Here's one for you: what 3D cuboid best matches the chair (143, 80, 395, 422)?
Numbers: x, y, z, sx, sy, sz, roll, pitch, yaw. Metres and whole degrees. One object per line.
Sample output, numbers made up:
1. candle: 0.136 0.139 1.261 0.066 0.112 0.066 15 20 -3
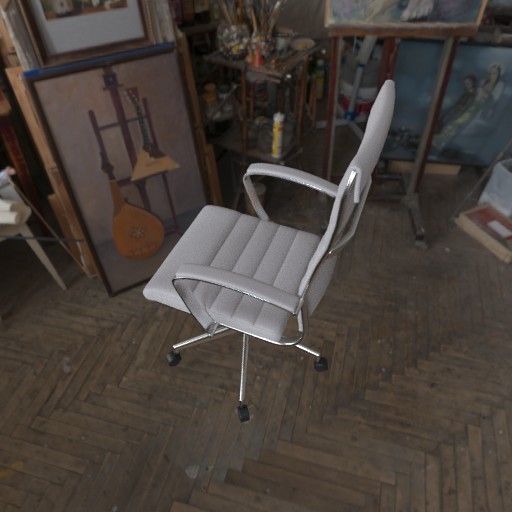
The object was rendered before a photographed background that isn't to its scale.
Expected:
1. chair: 0.000 0.000 1.520 0.667 1.149 0.679 15 48 15
